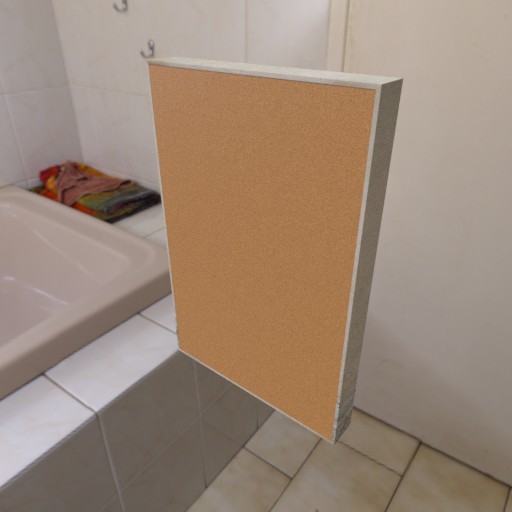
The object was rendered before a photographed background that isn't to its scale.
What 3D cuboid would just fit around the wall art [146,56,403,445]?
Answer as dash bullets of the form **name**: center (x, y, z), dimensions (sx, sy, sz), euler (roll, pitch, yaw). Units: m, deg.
- **wall art**: center (0.000, 0.000, 0.484), dimensions (0.254, 0.381, 0.038), euler (21, 36, 33)
